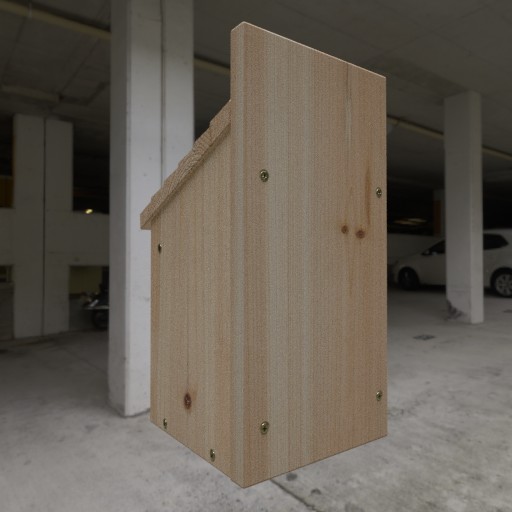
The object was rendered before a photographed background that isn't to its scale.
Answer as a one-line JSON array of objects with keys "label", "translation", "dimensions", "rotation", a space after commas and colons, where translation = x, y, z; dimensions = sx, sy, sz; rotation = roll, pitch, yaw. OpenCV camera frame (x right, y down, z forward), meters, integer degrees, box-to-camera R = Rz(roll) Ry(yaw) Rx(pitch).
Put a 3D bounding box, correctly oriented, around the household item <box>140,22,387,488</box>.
[{"label": "household item", "translation": [0.000, 0.000, 0.395], "dimensions": [0.149, 0.300, 0.171], "rotation": [1, -1, -37]}]
